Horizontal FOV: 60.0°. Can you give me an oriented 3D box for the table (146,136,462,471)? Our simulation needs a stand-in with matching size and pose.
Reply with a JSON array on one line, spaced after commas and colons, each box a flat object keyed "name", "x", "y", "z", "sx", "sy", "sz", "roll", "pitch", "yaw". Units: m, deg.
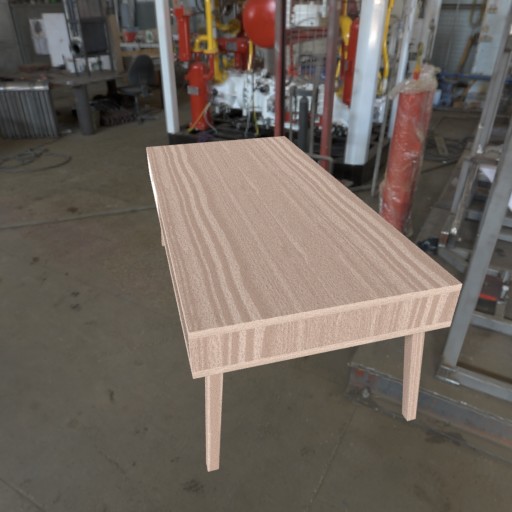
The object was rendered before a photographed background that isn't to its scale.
[{"name": "table", "x": 0.000, "y": 0.000, "z": 1.508, "sx": 0.600, "sy": 0.450, "sz": 1.200, "roll": -8, "pitch": 32, "yaw": -13}]
